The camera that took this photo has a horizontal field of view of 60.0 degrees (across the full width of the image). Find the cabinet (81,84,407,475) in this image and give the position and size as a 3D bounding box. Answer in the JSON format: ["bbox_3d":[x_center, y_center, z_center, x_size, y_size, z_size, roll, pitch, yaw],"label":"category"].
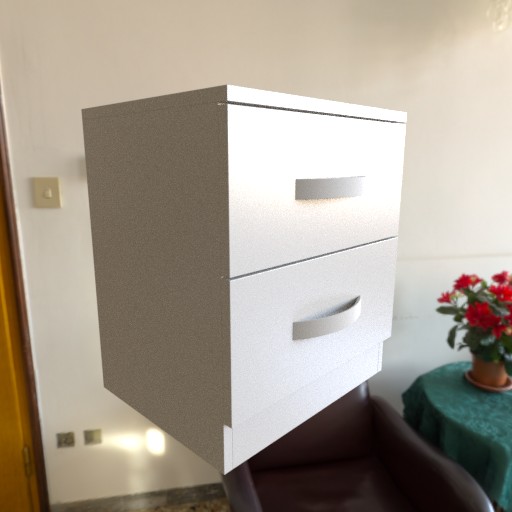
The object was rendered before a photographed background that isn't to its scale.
[{"bbox_3d":[0.000,0.000,0.749,0.360,0.470,0.400,12,17,43],"label":"cabinet"}]
